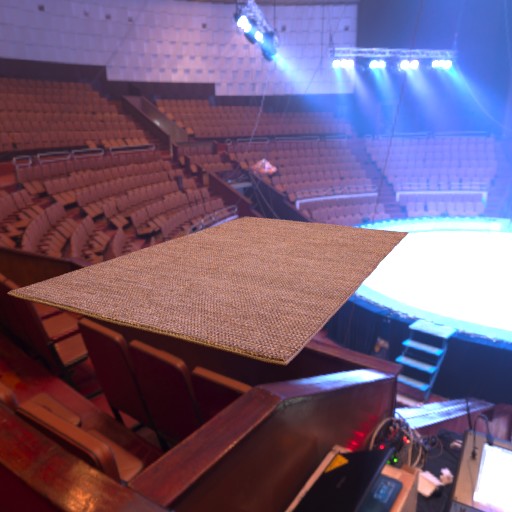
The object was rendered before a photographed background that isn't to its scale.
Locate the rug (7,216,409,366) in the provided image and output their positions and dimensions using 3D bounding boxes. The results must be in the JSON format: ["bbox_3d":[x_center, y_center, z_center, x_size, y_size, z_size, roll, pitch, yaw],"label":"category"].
[{"bbox_3d":[0.000,0.000,2.900,1.521,0.034,2.438,8,17,27],"label":"rug"}]
